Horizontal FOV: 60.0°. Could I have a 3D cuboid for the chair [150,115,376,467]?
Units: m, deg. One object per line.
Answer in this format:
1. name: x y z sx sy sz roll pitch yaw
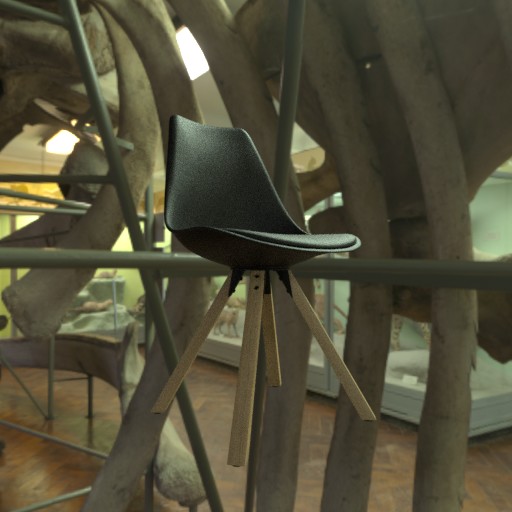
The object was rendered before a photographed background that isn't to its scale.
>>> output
1. chair: 0.000 0.000 1.203 0.485 0.850 0.549 0 0 -37
